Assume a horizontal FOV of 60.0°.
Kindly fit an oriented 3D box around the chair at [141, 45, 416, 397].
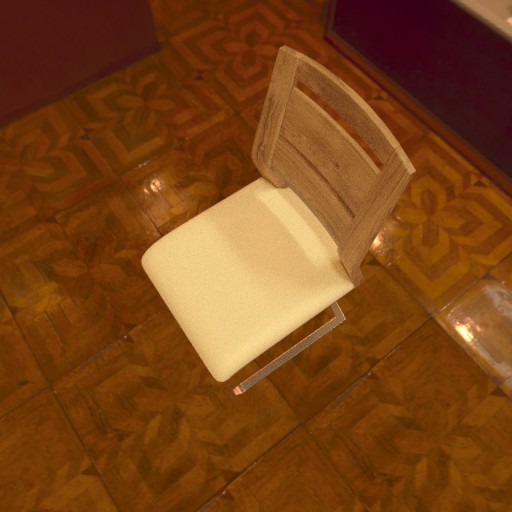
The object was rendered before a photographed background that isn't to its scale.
[{"bbox_3d":[0.000,0.000,1.266,0.561,0.955,0.457,-32,68,-14],"label":"chair"}]
